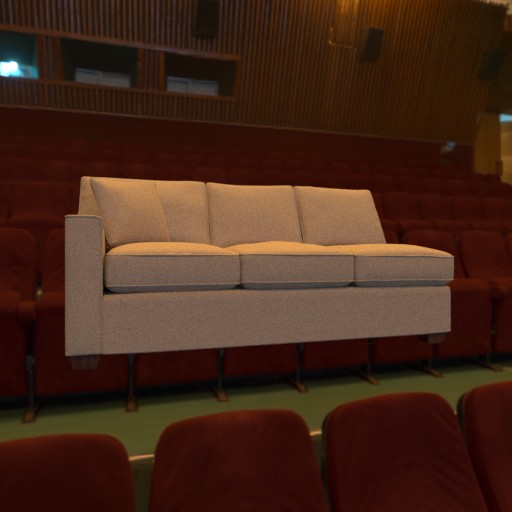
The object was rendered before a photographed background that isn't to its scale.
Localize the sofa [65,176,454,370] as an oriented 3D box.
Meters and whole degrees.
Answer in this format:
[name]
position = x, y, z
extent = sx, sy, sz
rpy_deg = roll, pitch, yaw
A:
[sofa]
position = 0.000, 0.000, 2.561
extent = 1.962, 0.946, 1.034
rpy_deg = 0, 0, -18
